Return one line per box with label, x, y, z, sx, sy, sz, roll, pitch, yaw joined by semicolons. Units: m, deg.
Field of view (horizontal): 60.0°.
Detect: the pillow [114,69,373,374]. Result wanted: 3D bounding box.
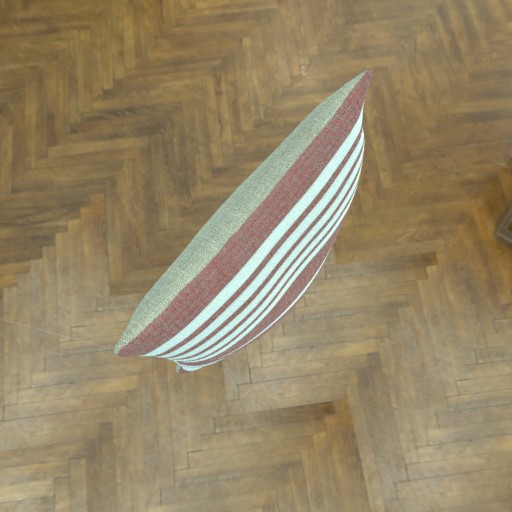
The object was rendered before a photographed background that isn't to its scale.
pillow;0.000;0.000;0.670;0.182;0.427;0.439;38;77;10
